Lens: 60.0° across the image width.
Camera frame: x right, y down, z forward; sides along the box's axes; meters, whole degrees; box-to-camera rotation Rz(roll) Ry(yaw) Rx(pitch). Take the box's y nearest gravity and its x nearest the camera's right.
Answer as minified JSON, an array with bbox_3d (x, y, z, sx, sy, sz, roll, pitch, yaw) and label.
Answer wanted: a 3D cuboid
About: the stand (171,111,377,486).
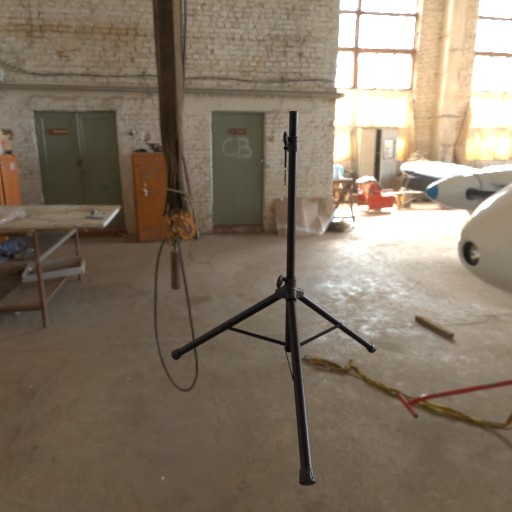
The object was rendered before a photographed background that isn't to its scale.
[{"bbox_3d":[0.000,0.000,1.838,0.907,1.136,1.045,7,16,26],"label":"stand"}]
